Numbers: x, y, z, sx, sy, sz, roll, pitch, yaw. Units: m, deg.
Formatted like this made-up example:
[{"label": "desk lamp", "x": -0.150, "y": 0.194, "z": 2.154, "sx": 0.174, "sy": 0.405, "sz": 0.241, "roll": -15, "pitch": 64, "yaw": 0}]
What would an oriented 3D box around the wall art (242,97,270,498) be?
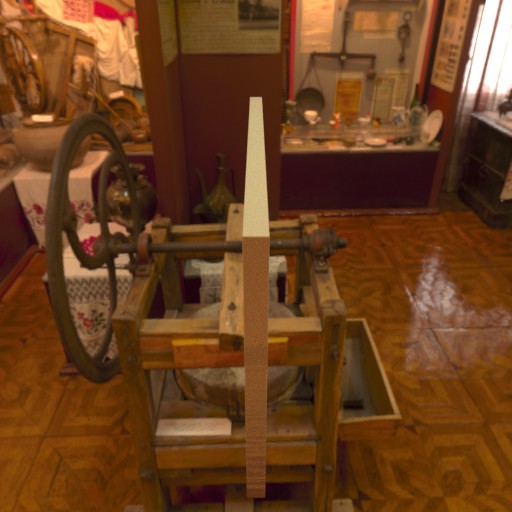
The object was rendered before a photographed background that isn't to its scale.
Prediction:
[{"label": "wall art", "x": 0.000, "y": 0.000, "z": 1.145, "sx": 0.037, "sy": 0.609, "sz": 0.916, "roll": 0, "pitch": 31, "yaw": 0}]
